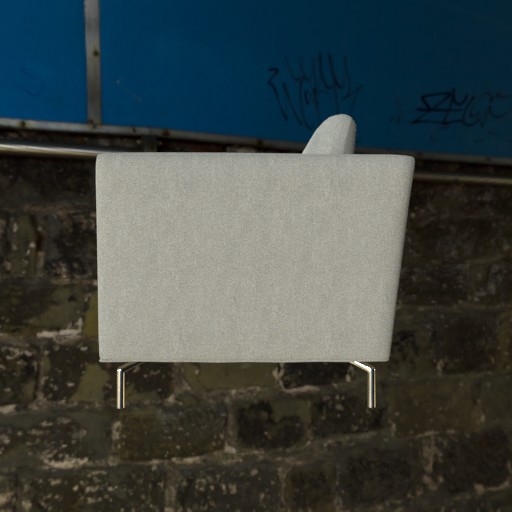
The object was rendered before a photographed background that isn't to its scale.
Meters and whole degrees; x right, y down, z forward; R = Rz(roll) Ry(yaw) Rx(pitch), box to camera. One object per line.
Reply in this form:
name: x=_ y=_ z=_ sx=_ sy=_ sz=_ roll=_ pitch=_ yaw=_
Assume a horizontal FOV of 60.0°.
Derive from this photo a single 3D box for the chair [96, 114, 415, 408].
chair: x=0.000 y=0.000 z=1.691 sx=0.889 sy=0.864 sz=1.041 roll=0 pitch=-1 yaw=-1
